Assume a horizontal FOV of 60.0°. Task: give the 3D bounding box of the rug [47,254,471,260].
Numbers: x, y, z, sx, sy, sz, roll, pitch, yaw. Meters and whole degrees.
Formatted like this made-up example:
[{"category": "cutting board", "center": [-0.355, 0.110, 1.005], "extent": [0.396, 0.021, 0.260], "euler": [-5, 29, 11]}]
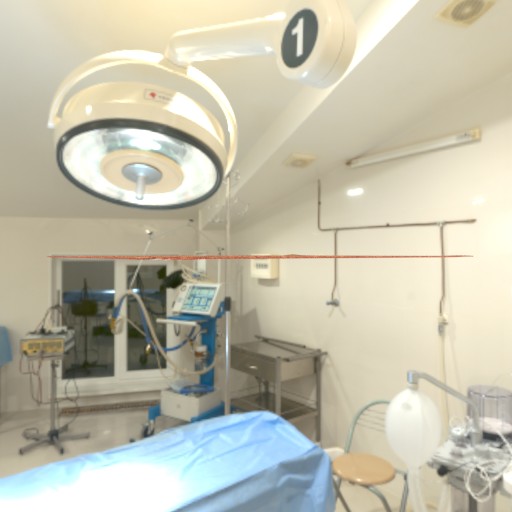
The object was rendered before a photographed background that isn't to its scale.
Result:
[{"category": "rug", "center": [0.000, 0.000, 4.094], "extent": [3.086, 0.030, 2.489], "euler": [0, 0, -37]}]
